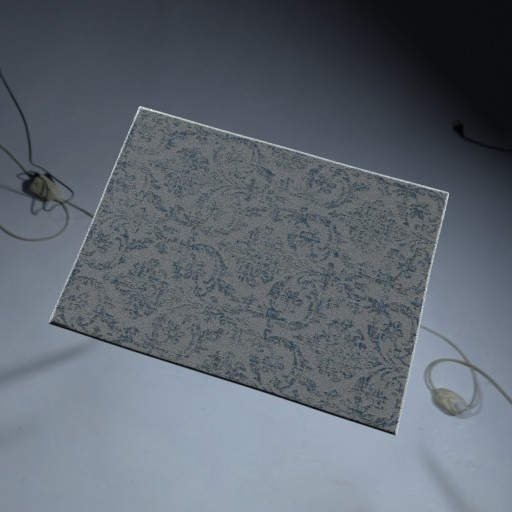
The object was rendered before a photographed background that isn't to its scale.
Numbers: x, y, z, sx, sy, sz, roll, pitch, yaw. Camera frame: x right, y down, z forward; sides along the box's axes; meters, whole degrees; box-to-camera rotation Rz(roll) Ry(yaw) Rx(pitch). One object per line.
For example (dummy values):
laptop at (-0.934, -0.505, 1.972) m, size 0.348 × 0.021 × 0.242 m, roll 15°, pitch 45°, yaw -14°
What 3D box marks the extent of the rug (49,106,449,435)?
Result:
rug at (0.000, 0.000, 2.843) m, size 2.197 × 0.014 × 1.586 m, roll 17°, pitch 76°, yaw 4°
